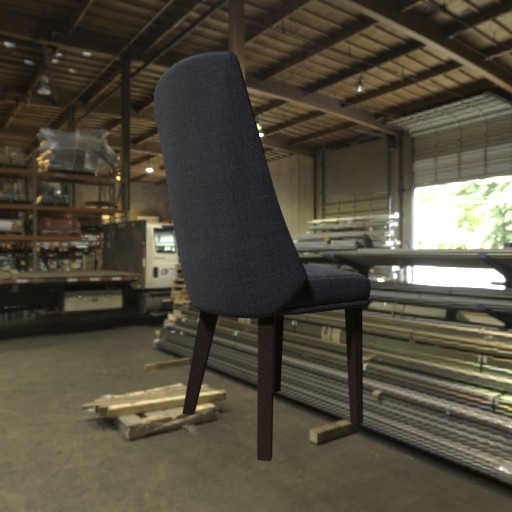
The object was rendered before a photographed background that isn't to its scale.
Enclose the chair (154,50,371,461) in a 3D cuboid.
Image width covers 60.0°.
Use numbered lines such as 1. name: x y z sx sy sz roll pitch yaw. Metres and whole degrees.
1. chair: 0.000 0.000 1.387 0.577 1.050 0.510 -1 1 -38
